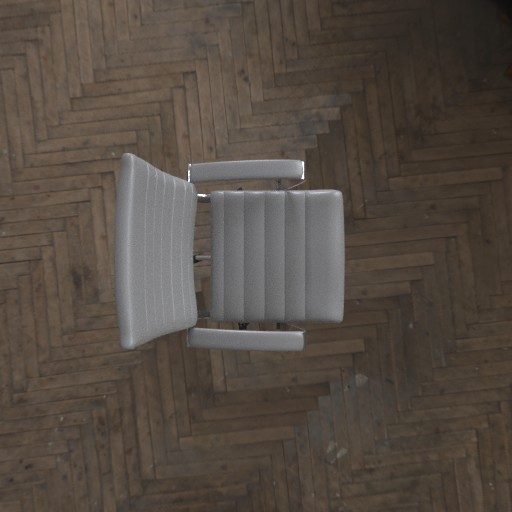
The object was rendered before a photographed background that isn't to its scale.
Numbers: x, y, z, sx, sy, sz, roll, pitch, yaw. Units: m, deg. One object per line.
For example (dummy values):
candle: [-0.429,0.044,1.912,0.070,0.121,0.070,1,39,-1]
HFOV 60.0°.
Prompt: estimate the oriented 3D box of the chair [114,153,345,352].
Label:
chair: [0.000,0.000,1.566,0.667,1.149,0.679,0,89,-1]
